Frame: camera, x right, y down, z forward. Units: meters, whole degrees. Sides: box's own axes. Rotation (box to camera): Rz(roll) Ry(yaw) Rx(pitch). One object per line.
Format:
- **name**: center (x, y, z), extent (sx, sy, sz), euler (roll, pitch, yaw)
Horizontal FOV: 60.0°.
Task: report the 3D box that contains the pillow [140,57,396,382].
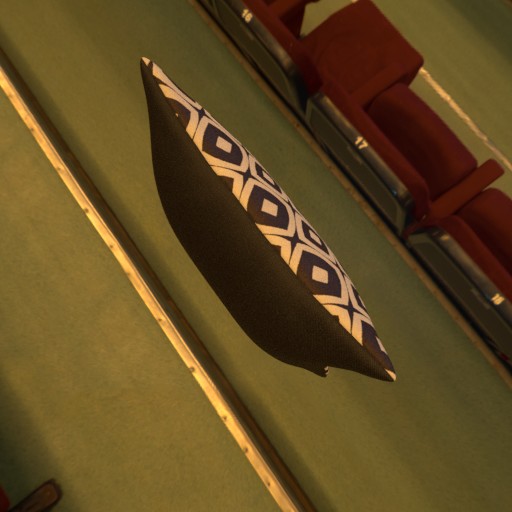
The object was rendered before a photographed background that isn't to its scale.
- **pillow**: center (0.000, 0.000, 0.763), extent (0.188, 0.494, 0.504), euler (-36, 78, -9)
